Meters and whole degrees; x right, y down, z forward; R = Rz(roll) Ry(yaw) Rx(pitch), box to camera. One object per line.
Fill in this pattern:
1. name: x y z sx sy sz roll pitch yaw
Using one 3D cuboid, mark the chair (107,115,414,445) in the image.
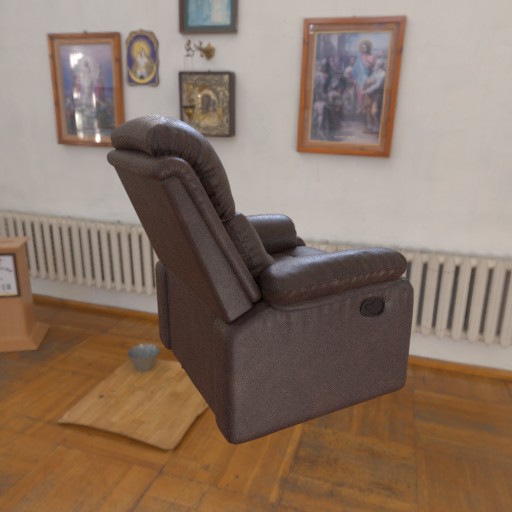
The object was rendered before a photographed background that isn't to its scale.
1. chair: 0.000 0.000 1.655 0.919 0.992 0.855 -8 17 -26
